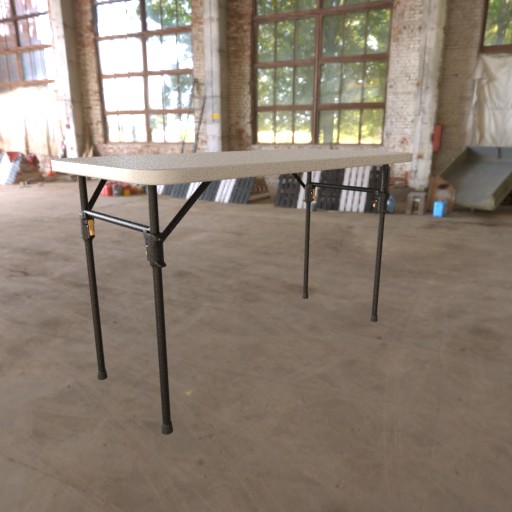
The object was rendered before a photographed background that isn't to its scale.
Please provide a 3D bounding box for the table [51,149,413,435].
[{"bbox_3d":[0.000,0.000,1.642,1.219,0.729,0.610,-15,21,-42],"label":"table"}]
